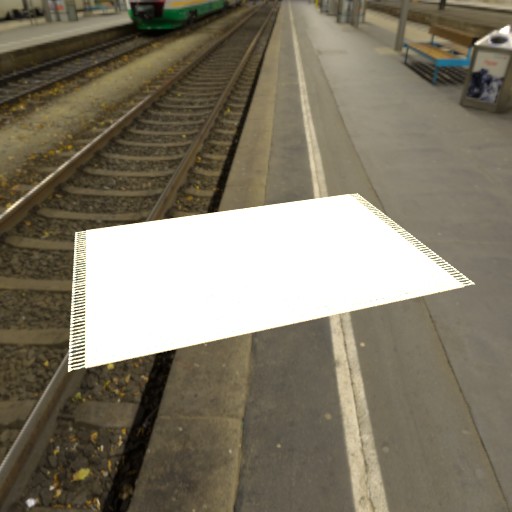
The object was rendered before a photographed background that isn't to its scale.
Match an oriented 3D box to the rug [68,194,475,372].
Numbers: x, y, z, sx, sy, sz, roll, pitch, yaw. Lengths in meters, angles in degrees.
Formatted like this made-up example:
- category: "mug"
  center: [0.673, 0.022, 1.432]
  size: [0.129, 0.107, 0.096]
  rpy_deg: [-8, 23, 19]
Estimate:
- category: "rug"
  center: [0.000, 0.000, 3.121]
  size: [2.438, 0.010, 1.524]
  rpy_deg: [-10, 33, -15]
